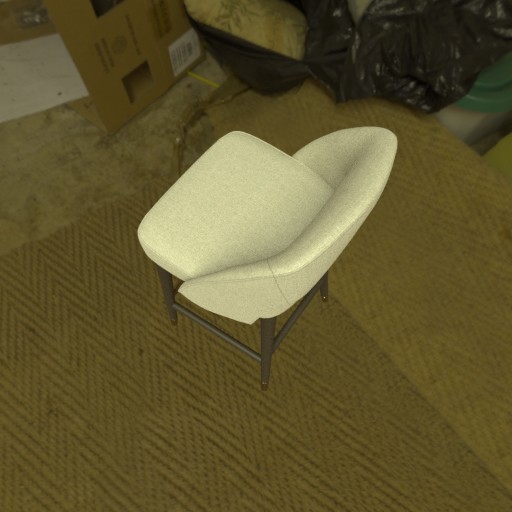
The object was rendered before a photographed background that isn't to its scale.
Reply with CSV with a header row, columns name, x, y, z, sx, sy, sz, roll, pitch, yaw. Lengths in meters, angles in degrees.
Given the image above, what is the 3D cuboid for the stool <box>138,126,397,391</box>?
name,x,y,z,sx,sy,sz,roll,pitch,yaw
stool,0.000,0.000,1.298,0.509,1.037,0.494,33,68,15
